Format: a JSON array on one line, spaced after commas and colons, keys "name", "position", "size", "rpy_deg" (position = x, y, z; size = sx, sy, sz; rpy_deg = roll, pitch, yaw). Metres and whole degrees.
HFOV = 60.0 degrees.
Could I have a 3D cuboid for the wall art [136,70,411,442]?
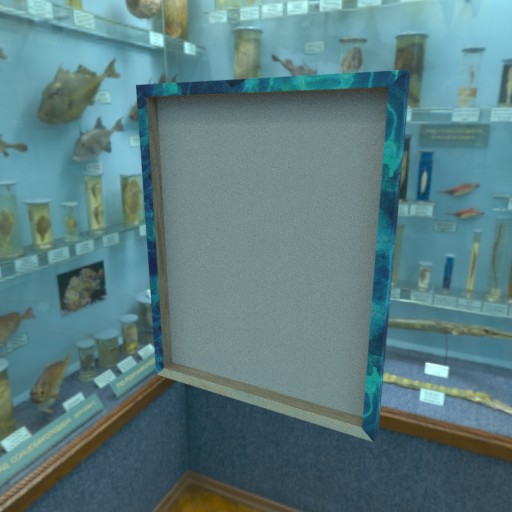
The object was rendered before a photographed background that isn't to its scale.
[{"name": "wall art", "position": [0.000, 0.000, 0.854], "size": [0.508, 0.635, 0.038], "rpy_deg": [8, 18, 26]}]
